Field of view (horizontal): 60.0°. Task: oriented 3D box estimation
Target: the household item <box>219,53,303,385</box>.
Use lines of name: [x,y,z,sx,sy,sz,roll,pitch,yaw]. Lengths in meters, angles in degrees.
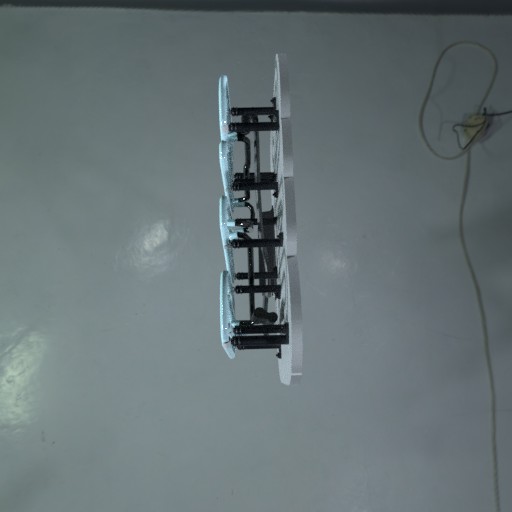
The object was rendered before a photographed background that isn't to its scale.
household item: [0.000,0.000,0.383,0.042,0.294,0.211,-1,75,0]
